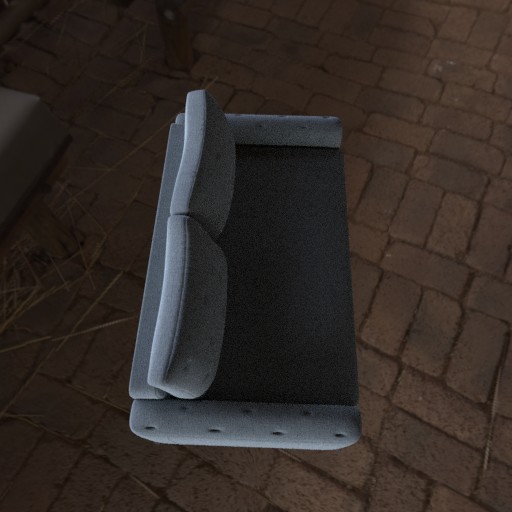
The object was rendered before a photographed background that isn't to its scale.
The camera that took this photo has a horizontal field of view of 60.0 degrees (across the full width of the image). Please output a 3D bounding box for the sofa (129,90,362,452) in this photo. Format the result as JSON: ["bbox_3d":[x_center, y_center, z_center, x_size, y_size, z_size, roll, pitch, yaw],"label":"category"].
[{"bbox_3d":[0.000,0.000,2.107,0.920,0.790,1.650,2,64,1],"label":"sofa"}]
